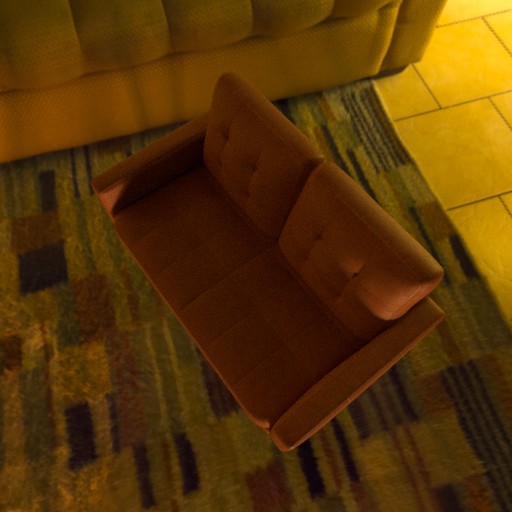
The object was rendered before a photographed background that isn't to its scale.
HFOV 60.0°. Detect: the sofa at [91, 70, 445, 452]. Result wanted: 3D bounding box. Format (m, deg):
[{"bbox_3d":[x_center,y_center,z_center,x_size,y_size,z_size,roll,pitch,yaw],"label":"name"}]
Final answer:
[{"bbox_3d":[0.000,0.000,1.970,0.868,0.898,1.430,-35,70,-15],"label":"sofa"}]
